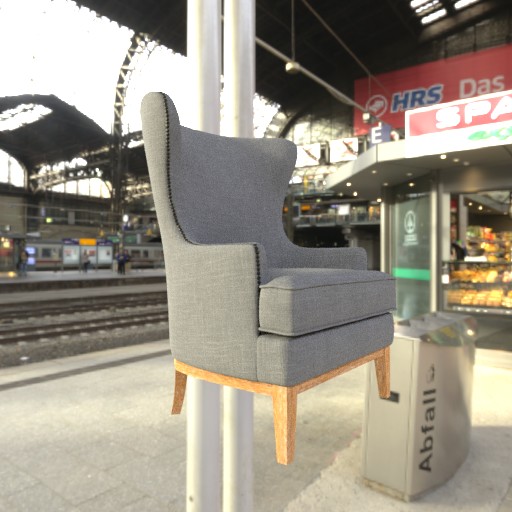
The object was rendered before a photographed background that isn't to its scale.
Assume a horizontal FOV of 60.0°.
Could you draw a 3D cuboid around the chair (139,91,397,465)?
[{"bbox_3d":[0.000,0.000,1.797,0.883,1.176,0.864,0,0,38],"label":"chair"}]
